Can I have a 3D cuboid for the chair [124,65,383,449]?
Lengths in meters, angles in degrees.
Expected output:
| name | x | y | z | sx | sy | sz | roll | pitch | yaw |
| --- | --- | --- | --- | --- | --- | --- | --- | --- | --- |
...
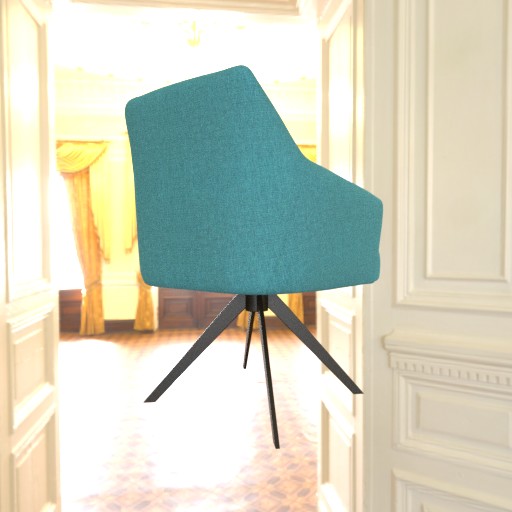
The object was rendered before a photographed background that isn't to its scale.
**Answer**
| name | x | y | z | sx | sy | sz | roll | pitch | yaw |
| --- | --- | --- | --- | --- | --- | --- | --- | --- | --- |
| chair | 0.000 | 0.000 | 1.350 | 0.642 | 0.874 | 0.677 | 1 | 2 | 38 |
